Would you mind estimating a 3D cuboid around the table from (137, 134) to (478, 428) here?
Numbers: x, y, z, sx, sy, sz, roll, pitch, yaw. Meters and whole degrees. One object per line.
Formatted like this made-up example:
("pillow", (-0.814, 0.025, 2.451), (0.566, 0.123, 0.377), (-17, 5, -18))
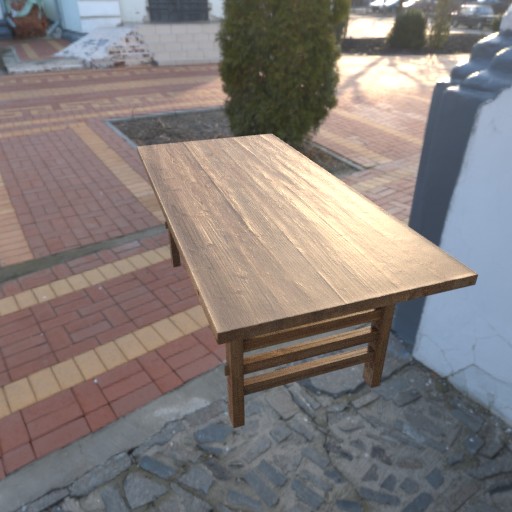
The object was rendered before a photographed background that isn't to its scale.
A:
("table", (0.000, 0.000, 2.428), (0.952, 0.760, 2.003), (-10, 32, -17))
